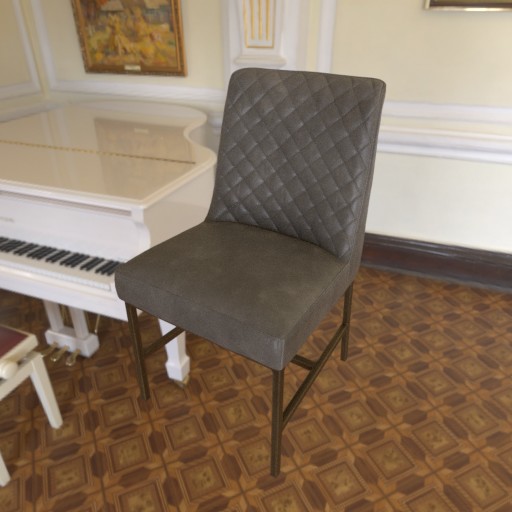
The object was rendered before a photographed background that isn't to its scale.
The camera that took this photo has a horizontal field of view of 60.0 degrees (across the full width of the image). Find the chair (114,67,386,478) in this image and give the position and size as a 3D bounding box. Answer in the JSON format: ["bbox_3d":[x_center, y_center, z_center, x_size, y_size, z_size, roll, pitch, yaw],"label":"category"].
[{"bbox_3d":[0.000,0.000,1.216,0.508,0.889,0.587,18,34,29],"label":"chair"}]
